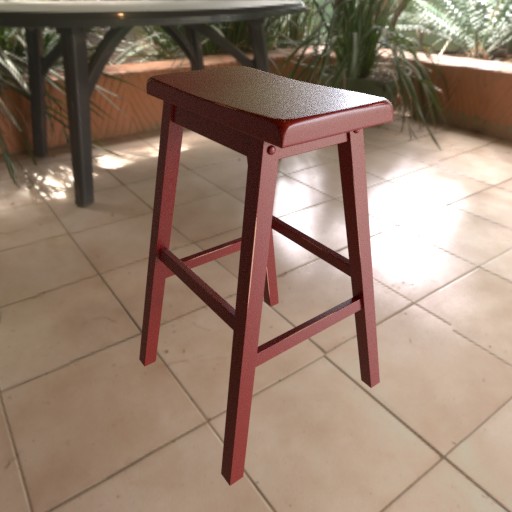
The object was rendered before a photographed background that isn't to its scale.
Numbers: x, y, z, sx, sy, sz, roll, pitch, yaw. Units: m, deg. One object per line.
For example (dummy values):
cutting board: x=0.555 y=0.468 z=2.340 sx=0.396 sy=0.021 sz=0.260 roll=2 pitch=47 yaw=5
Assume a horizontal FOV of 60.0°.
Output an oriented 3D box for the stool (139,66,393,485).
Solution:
stool: x=0.000 y=0.000 z=1.013 sx=0.476 sy=0.737 sz=0.457 roll=-21 pitch=38 yaw=-30
